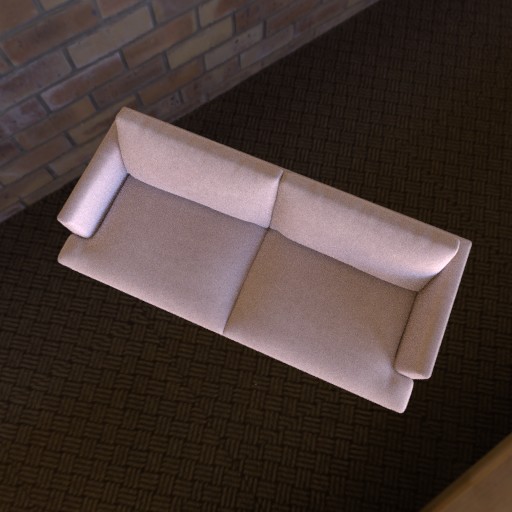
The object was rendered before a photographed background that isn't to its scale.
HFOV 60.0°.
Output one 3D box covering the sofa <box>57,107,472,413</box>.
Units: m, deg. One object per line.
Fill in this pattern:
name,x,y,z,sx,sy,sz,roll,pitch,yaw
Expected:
sofa,0.000,0.000,2.706,2.250,0.868,1.020,23,75,6
